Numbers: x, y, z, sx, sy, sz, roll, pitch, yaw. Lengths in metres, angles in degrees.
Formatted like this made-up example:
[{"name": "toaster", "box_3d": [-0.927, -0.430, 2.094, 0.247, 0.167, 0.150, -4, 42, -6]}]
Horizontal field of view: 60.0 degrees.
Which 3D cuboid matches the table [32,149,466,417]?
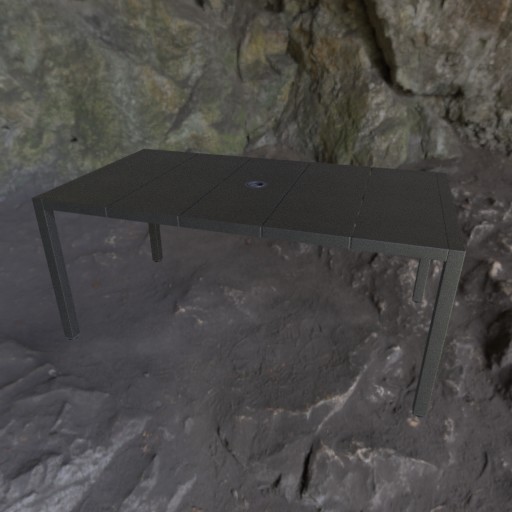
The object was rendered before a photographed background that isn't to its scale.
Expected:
[{"name": "table", "box_3d": [0.000, 0.000, 2.179, 1.680, 0.735, 0.914, 8, 28, 15]}]
